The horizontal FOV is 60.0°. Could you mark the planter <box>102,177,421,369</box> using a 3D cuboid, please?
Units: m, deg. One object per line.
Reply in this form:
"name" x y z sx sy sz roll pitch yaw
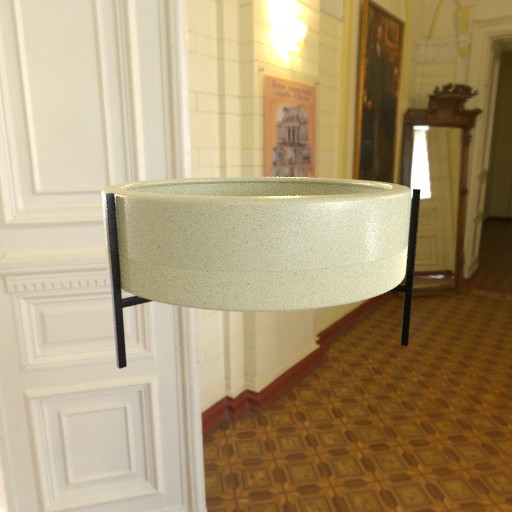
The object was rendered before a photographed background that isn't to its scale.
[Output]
"planter" 0.000 0.000 0.528 0.336 0.171 0.345 -2 13 -10
